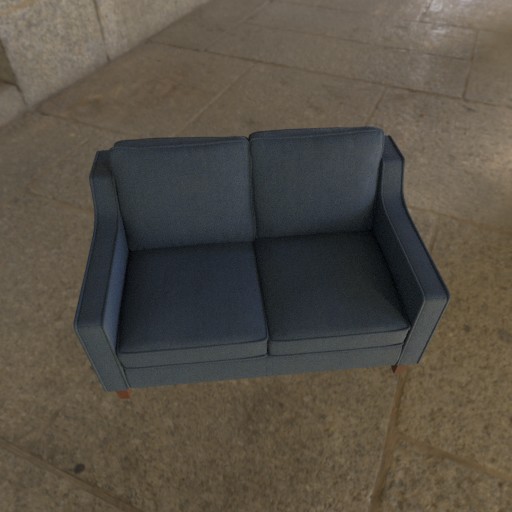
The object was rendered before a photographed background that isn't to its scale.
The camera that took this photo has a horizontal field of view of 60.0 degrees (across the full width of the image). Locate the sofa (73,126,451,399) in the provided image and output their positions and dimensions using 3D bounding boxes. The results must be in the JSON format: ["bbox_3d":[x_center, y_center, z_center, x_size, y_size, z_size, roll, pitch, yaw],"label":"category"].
[{"bbox_3d":[0.000,0.000,2.174,1.501,0.971,0.987,-4,46,-4],"label":"sofa"}]
